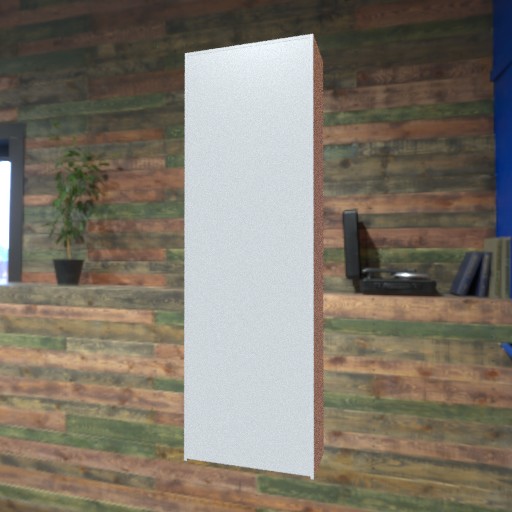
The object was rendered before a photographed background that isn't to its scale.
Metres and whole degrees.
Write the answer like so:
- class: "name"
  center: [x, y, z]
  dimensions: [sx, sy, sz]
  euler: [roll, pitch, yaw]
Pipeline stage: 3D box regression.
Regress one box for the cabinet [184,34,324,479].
- class: "cabinet"
  center: [0.000, 0.000, 1.819]
  dimensions: [0.520, 1.630, 0.255]
  euler: [0, -1, 17]
